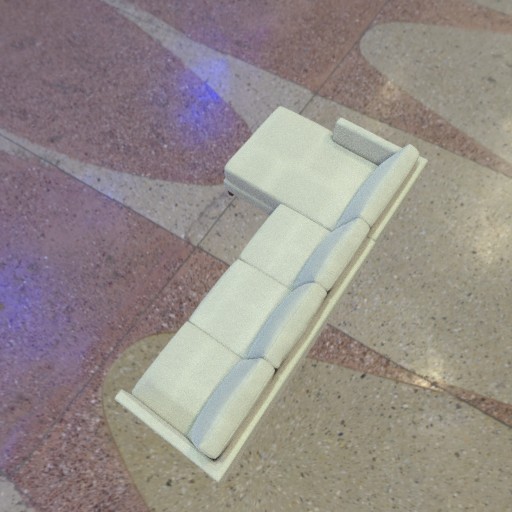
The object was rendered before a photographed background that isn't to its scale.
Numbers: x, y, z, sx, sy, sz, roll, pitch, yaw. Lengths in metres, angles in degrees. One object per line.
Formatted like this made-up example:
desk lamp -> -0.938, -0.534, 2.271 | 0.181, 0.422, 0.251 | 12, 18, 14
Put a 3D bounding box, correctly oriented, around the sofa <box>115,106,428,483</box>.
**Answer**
sofa -> 0.000, 0.000, 3.856 | 1.625, 0.861, 3.186 | 32, 68, 15
